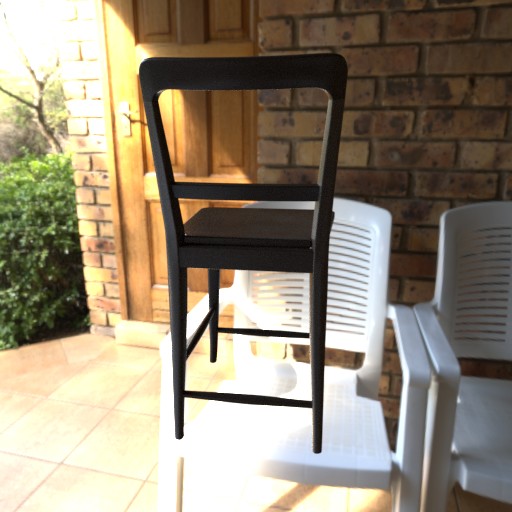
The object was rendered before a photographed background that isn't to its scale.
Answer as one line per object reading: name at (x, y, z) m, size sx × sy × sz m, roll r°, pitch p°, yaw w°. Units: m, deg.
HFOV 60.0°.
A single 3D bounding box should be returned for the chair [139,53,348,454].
chair at (0.000, 0.000, 1.273) m, size 0.450 × 0.991 × 0.546 m, roll 2°, pitch 16°, yaw 8°
